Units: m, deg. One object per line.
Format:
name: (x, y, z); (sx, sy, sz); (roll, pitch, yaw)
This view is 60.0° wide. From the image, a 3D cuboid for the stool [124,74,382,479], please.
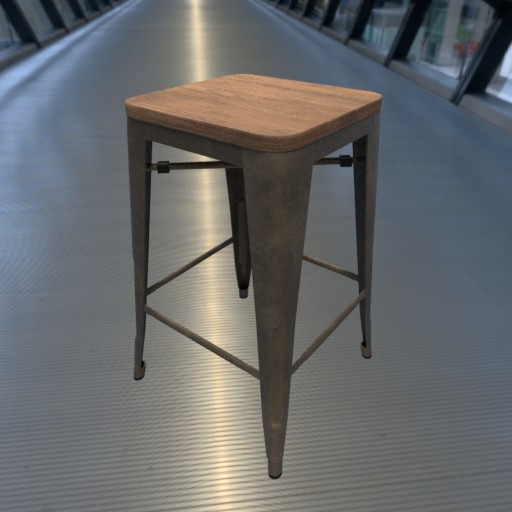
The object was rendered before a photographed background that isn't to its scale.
stool: (0.000, 0.000, 0.881); (0.407, 0.607, 0.407); (22, 38, 31)
